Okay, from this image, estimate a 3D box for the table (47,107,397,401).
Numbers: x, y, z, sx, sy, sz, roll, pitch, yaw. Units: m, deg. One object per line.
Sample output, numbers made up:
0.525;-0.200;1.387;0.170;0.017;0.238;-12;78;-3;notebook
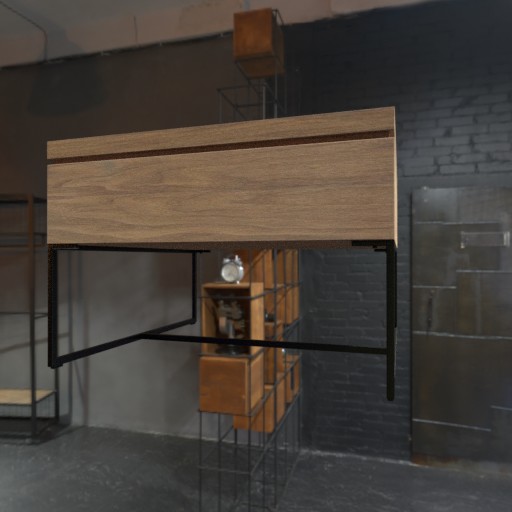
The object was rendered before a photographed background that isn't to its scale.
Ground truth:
0.000;0.000;1.119;0.679;0.464;0.676;0;0;18;table
